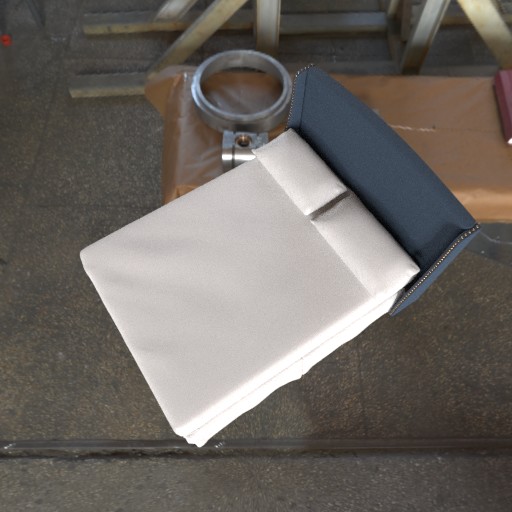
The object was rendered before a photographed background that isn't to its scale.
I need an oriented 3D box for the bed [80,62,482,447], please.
[{"bbox_3d":[0.000,0.000,3.292,2.237,1.407,1.710,-31,68,-14],"label":"bed"}]
